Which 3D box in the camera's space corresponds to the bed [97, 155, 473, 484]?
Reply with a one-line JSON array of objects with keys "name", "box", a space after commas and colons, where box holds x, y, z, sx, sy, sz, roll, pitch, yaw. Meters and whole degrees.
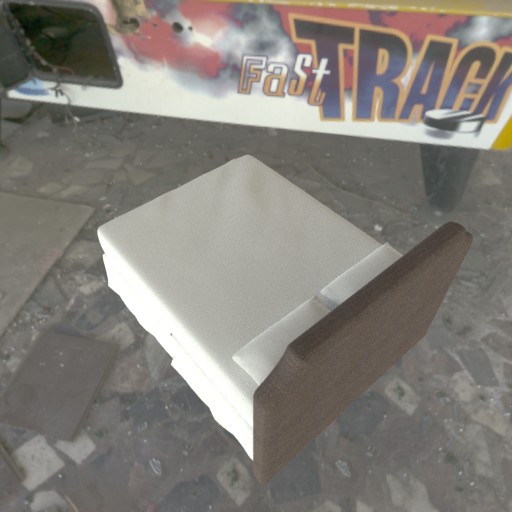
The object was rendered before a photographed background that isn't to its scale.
[{"name": "bed", "box": [0.000, 0.000, 3.165, 1.693, 1.290, 2.116, -32, 55, -26]}]
